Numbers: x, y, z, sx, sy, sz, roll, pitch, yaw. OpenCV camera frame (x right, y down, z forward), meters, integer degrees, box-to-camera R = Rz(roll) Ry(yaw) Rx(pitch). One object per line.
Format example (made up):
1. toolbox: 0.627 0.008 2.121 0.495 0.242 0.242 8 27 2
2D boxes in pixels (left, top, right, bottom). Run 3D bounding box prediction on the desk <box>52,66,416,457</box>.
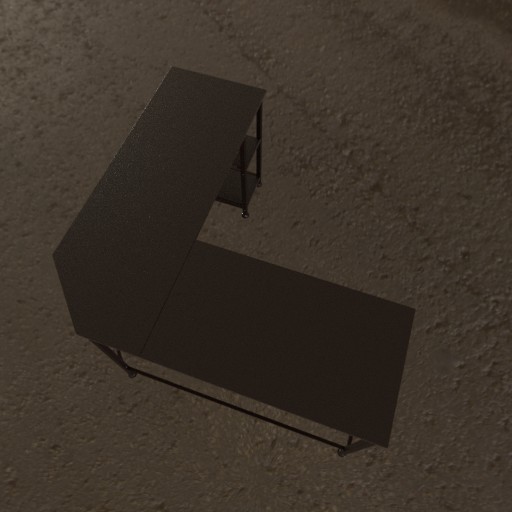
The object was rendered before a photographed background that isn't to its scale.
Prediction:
1. desk: 0.000 0.000 2.144 1.379 0.739 1.379 17 64 9
